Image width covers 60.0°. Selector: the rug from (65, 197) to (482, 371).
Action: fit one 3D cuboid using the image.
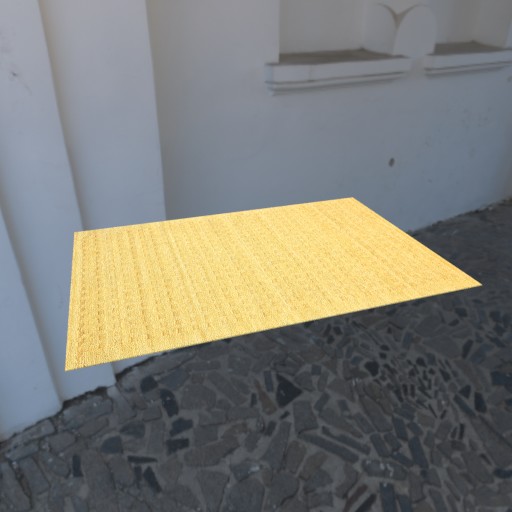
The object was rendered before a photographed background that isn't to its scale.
[{"bbox_3d":[0.000,0.000,2.918,2.286,0.006,1.524,-9,29,-16],"label":"rug"}]
